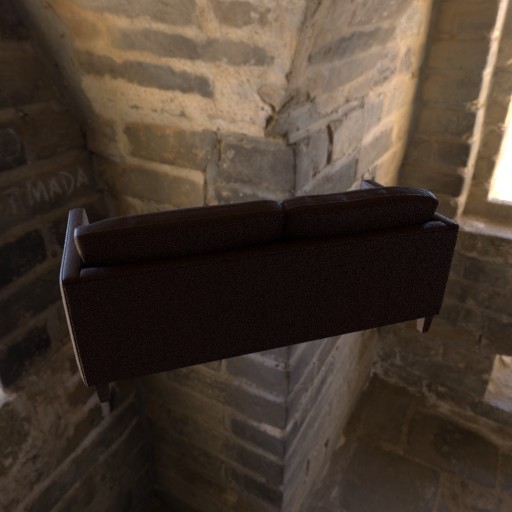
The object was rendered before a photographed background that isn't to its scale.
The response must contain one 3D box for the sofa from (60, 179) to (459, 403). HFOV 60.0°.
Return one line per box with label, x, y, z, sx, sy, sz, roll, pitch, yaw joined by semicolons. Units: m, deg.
sofa;0.000;0.000;2.530;1.971;0.863;0.923;-8;27;-16
